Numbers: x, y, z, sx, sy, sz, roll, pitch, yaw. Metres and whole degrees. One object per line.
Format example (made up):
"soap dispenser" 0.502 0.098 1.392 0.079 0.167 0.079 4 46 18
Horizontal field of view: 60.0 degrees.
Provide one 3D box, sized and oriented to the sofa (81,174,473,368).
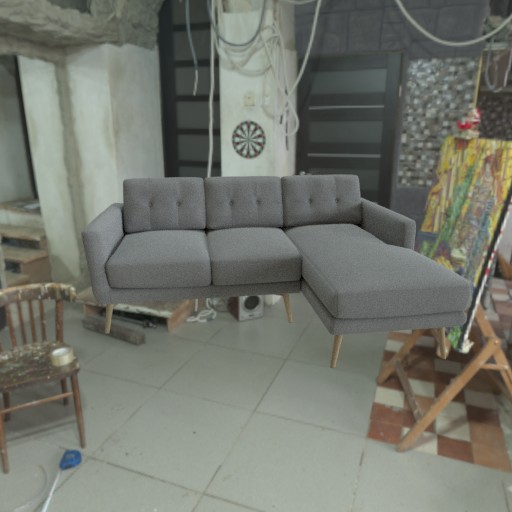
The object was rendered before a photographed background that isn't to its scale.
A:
"sofa" 0.000 0.000 2.819 2.040 0.860 1.530 -2 17 -8
